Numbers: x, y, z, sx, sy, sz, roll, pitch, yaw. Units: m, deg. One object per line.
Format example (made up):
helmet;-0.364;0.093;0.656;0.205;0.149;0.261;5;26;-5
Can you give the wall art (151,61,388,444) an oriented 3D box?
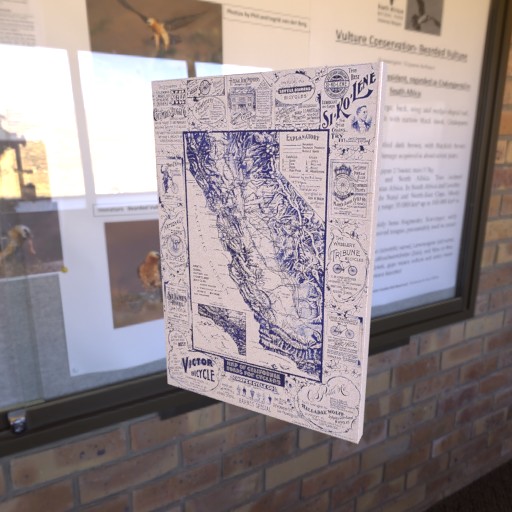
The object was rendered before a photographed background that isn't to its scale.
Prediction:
wall art;0.000;0.000;0.980;0.511;0.753;0.039;8;16;27
